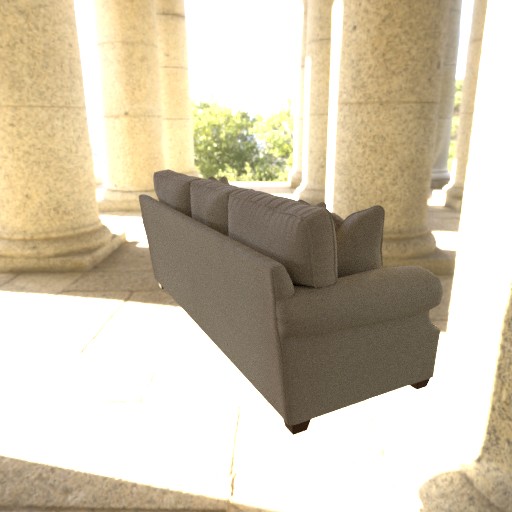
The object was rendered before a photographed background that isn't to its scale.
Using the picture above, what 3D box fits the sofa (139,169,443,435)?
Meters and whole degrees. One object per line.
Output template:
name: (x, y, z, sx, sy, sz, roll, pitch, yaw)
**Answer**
sofa: (0.000, 0.000, 2.833, 0.965, 0.975, 2.312, -8, 18, -26)
